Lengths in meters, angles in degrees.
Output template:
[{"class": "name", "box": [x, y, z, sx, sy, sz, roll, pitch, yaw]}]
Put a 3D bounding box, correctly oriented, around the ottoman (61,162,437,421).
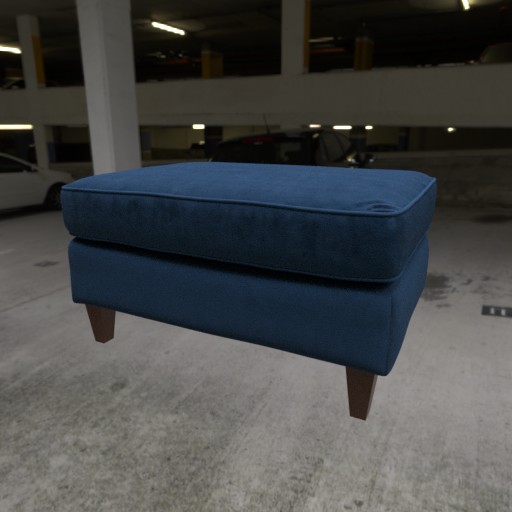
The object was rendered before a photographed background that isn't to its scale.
[{"class": "ottoman", "box": [0.000, 0.000, 1.225, 0.862, 0.484, 0.583, 8, 19, 26]}]
